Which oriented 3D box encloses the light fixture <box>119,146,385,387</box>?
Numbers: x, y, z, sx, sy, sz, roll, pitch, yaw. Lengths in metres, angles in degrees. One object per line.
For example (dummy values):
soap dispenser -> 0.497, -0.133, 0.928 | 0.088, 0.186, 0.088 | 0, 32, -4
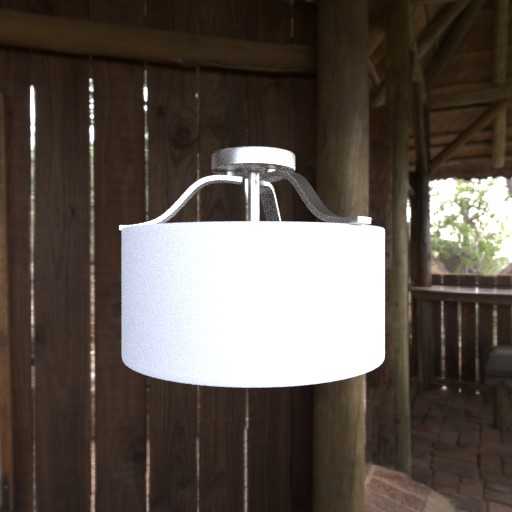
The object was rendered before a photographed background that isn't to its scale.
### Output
light fixture -> 0.000, 0.000, 0.666 | 0.395, 0.304, 0.395 | 0, 0, 0
